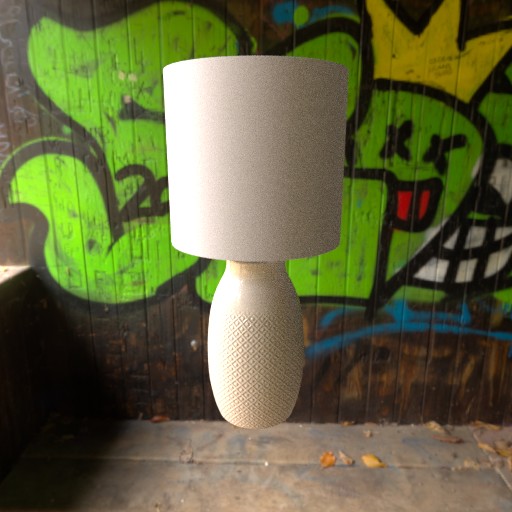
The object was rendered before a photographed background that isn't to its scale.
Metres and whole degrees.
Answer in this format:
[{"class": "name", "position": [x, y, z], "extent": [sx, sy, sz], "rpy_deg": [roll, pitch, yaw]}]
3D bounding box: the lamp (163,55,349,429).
[{"class": "lamp", "position": [0.000, 0.000, 0.585], "extent": [0.217, 0.453, 0.217], "rpy_deg": [-7, 16, -26]}]
